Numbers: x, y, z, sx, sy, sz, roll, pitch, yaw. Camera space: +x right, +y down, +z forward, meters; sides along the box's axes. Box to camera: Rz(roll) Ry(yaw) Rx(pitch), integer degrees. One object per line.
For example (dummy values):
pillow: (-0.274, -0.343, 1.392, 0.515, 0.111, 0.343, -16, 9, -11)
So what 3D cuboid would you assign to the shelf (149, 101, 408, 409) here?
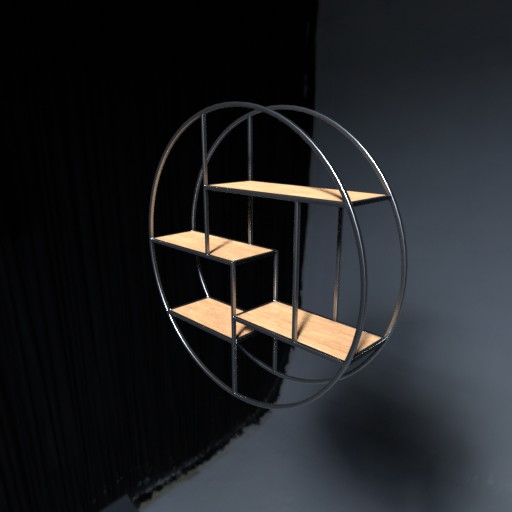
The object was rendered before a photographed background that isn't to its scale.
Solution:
shelf: (0.000, 0.000, 1.363, 0.888, 0.888, 0.202, 15, 21, 43)
